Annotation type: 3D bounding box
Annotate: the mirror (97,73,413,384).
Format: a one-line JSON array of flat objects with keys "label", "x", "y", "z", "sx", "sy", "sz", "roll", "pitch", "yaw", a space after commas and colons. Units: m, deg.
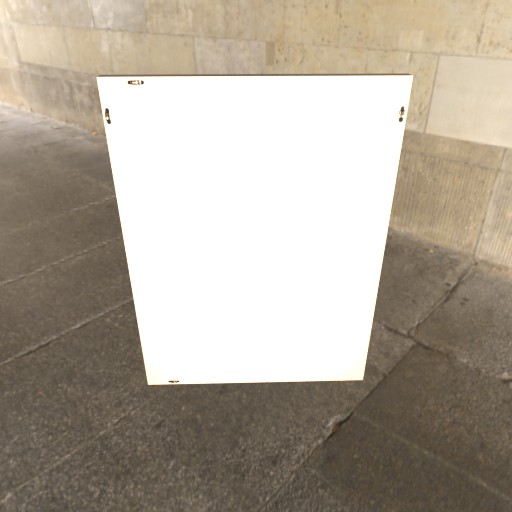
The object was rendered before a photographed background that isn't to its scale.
[{"label": "mirror", "x": 0.000, "y": 0.000, "z": 1.333, "sx": 0.762, "sy": 1.016, "sz": 0.040, "roll": -1, "pitch": 30, "yaw": -1}]
